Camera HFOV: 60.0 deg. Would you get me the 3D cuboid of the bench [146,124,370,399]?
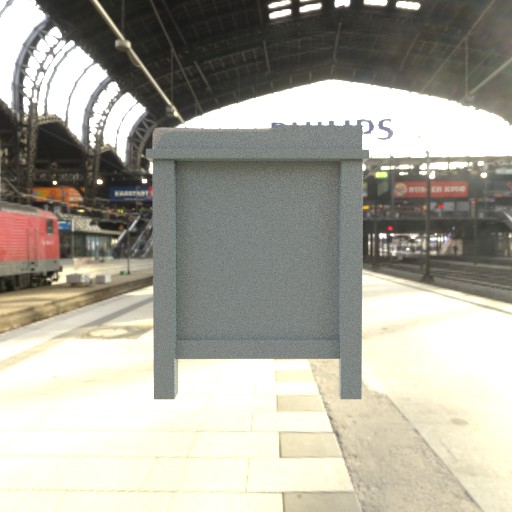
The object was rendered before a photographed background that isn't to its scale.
[{"bbox_3d":[0.000,0.000,1.363,0.398,0.501,1.140,0,1,0],"label":"bench"}]
